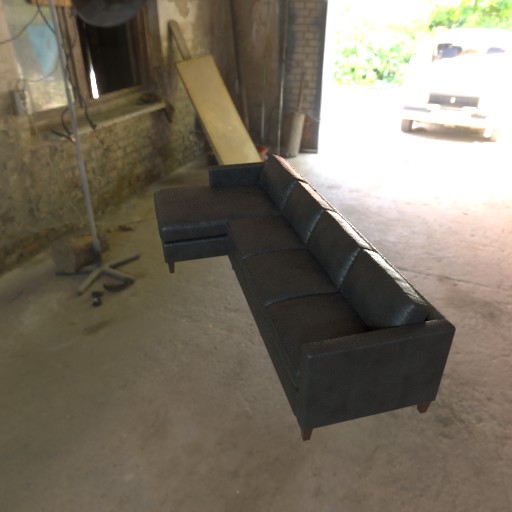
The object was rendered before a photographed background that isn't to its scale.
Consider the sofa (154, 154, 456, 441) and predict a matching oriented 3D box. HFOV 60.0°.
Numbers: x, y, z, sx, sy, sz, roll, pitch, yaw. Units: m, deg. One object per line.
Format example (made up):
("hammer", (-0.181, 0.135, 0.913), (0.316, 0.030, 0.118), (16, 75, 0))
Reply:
("sofa", (0.000, 0.000, 3.884), (1.581, 0.883, 3.203), (-8, 31, -13))
